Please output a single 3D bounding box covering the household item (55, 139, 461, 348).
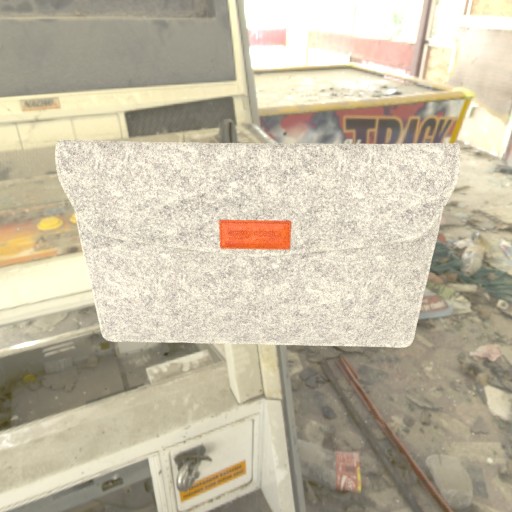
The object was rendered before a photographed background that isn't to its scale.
[{"bbox_3d":[0.000,0.000,0.425,0.335,0.221,0.057,1,30,2],"label":"household item"}]
